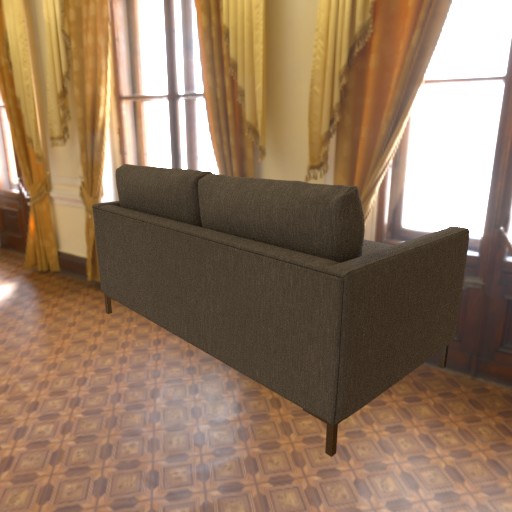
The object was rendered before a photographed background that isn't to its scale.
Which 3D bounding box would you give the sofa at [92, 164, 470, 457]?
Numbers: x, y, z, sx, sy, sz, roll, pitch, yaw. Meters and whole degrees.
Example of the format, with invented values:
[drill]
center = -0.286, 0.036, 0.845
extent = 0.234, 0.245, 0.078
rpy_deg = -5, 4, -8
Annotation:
[sofa]
center = 0.000, 0.000, 2.139
extent = 0.875, 0.840, 1.682
rpy_deg = -14, 21, -41
